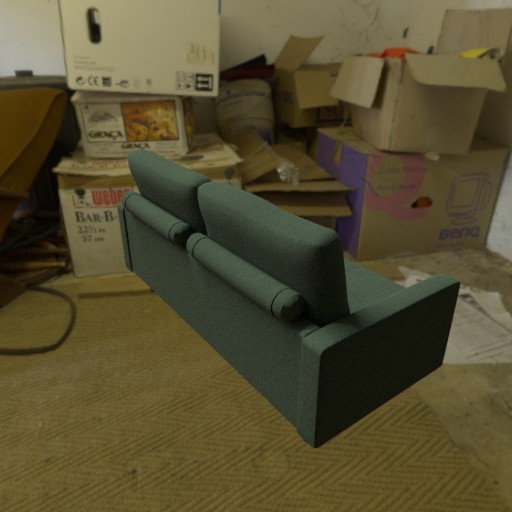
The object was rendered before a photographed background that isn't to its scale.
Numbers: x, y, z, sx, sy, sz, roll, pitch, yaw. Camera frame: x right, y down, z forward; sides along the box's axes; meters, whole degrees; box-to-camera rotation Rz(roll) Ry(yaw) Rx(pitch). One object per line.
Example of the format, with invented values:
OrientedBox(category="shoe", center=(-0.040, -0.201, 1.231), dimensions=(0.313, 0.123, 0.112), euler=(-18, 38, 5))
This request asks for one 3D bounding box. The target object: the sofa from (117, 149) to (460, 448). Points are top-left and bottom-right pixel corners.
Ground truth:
OrientedBox(category="sofa", center=(0.000, 0.000, 2.589), dimensions=(0.966, 1.050, 2.010), euler=(-18, 31, -32))
